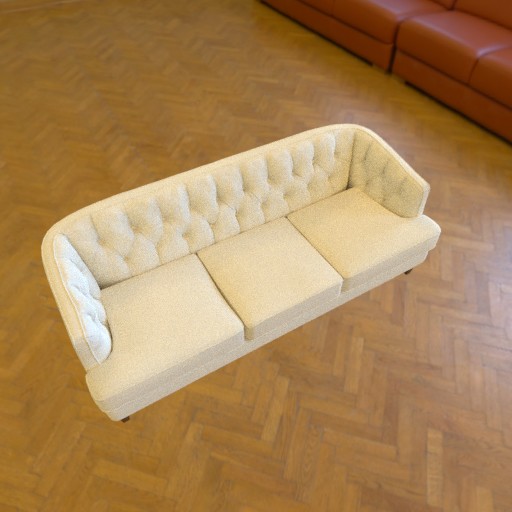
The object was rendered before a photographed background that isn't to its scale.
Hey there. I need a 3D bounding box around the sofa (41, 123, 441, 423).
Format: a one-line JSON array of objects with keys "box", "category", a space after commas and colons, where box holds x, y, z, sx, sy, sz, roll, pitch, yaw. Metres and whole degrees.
[{"box": [0.000, 0.000, 2.727, 2.278, 0.855, 0.941, -23, 51, -20], "category": "sofa"}]
